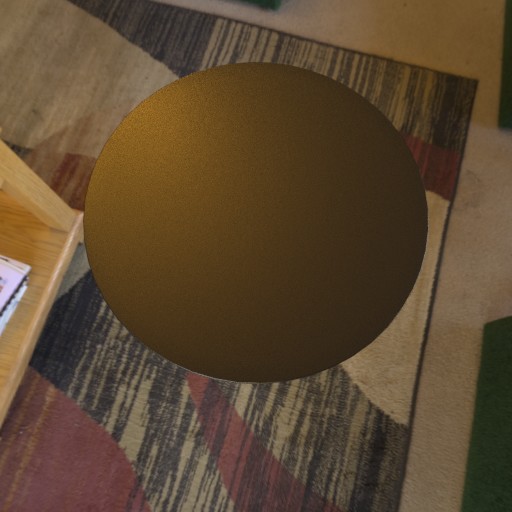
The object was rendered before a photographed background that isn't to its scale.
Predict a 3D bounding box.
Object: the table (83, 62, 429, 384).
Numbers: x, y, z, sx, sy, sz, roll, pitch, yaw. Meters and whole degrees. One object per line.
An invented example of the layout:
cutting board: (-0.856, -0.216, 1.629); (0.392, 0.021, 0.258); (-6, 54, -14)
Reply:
table: (0.000, 0.000, 1.063); (0.597, 0.618, 0.597); (0, 73, 0)
